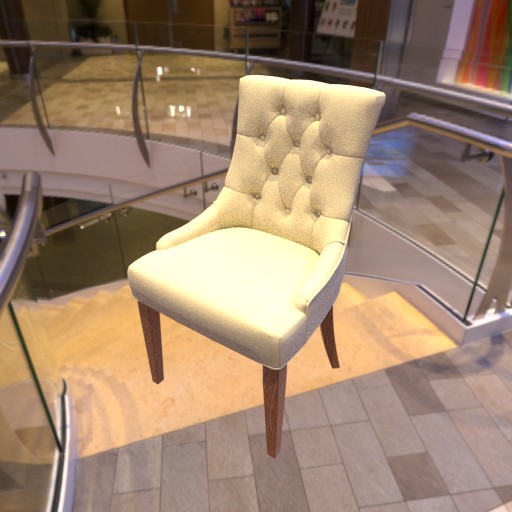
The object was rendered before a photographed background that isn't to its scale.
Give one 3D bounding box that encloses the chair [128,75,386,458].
[{"bbox_3d":[0.000,0.000,1.257,0.509,0.874,0.565,20,36,30],"label":"chair"}]
